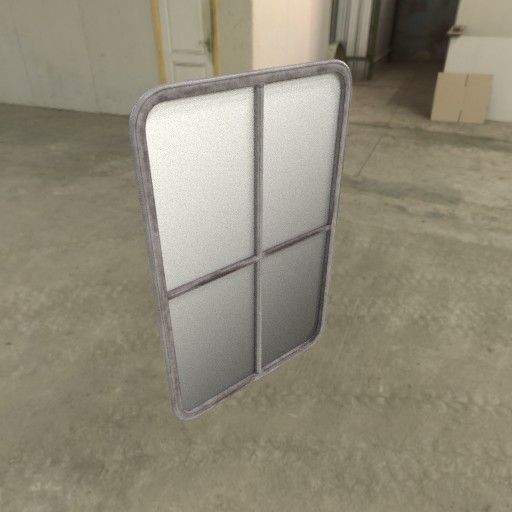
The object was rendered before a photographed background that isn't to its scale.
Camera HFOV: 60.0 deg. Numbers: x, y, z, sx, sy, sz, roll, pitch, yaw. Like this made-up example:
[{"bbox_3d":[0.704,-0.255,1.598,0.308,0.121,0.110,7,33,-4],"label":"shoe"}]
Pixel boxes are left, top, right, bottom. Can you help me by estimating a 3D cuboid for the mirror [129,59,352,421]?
[{"bbox_3d":[0.000,0.000,0.904,0.461,0.713,0.024,-23,39,-32],"label":"mirror"}]
